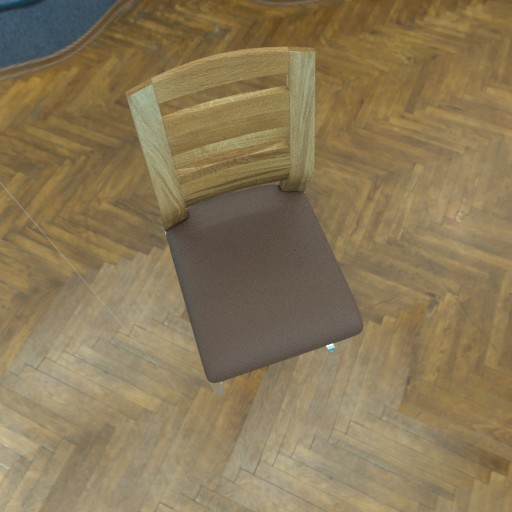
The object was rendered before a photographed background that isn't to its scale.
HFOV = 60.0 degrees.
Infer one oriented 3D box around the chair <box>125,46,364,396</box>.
[{"bbox_3d":[0.000,0.000,1.260,0.460,0.970,0.570,-17,64,-8],"label":"chair"}]
